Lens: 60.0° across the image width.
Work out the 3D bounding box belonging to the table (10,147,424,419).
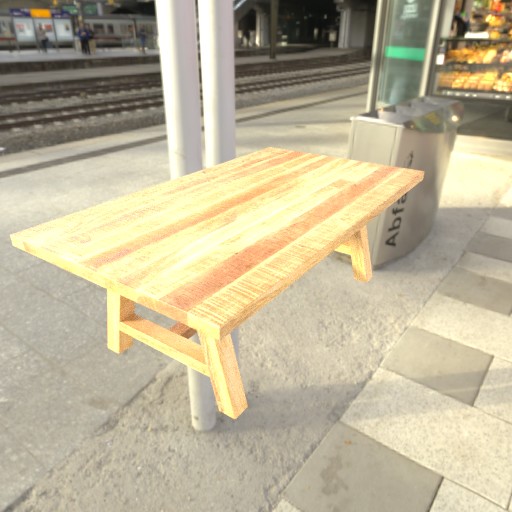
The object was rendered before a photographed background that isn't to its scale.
[{"bbox_3d":[0.000,0.000,1.632,0.760,0.455,1.320,18,31,31],"label":"table"}]
